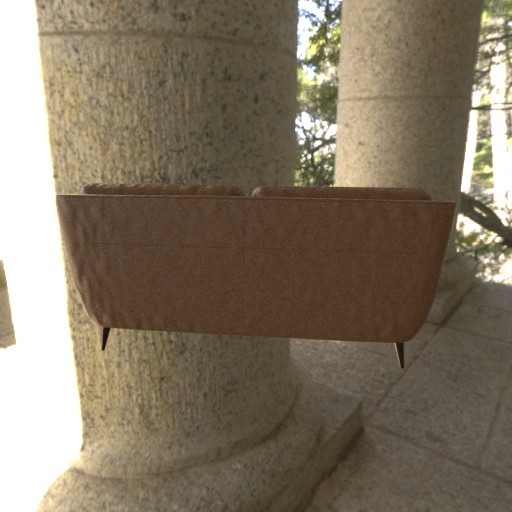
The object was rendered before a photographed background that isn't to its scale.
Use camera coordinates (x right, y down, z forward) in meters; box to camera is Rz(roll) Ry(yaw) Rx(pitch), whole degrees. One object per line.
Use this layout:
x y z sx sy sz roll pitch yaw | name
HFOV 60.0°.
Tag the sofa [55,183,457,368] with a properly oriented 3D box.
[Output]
0.000 0.000 2.432 1.902 0.839 0.904 2 16 7 | sofa
